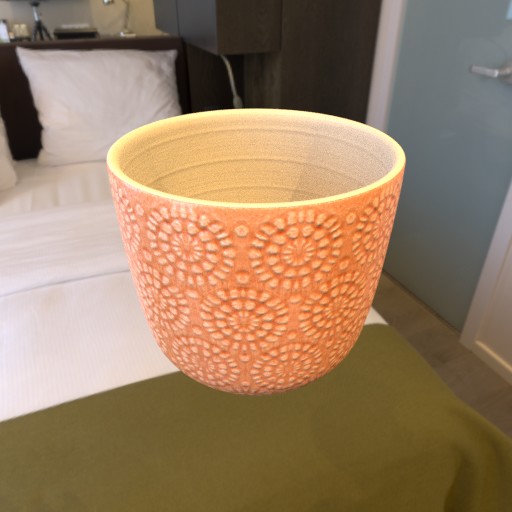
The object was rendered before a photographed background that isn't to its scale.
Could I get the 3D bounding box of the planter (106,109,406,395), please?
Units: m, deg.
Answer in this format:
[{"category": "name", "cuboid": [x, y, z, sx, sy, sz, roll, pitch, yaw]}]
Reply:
[{"category": "planter", "cuboid": [0.000, 0.000, 0.369, 0.208, 0.190, 0.208, 0, 32, 0]}]
